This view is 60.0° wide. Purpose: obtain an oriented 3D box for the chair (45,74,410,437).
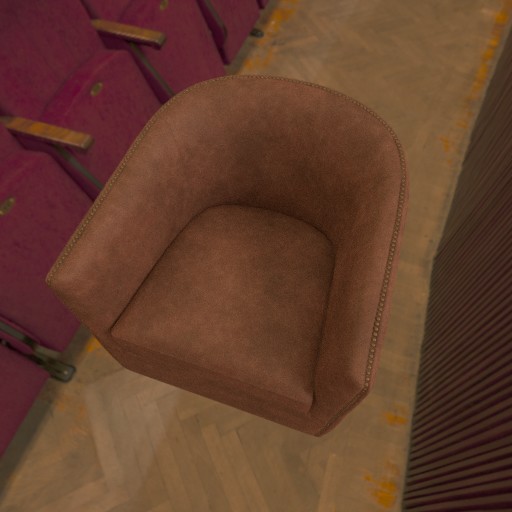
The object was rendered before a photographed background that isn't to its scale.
[{"bbox_3d":[0.000,0.000,1.497,0.850,0.790,0.870,16,59,10],"label":"chair"}]
